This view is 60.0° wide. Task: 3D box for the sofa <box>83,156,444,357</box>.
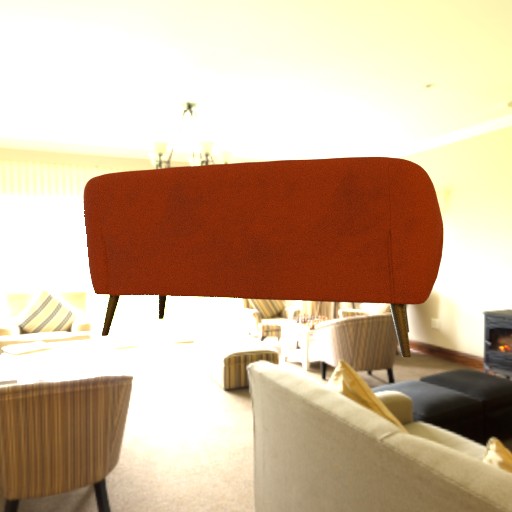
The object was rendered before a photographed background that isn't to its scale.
[{"bbox_3d":[0.000,0.000,2.349,1.840,0.836,0.820,0,1,18],"label":"sofa"}]
